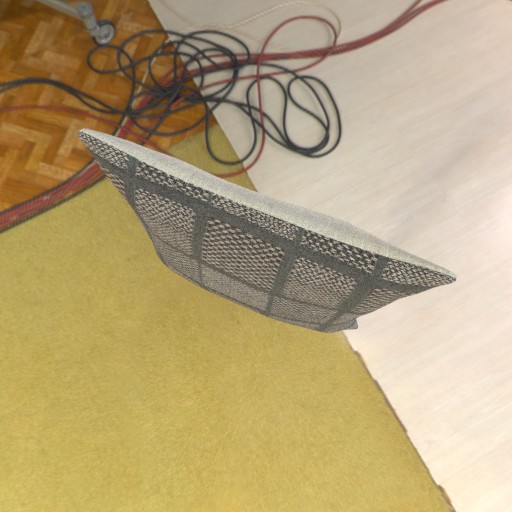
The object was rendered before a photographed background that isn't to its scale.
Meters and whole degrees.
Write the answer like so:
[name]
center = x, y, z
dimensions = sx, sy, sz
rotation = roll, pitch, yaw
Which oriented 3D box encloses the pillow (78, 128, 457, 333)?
[pillow]
center = 0.000, 0.000, 0.674
dimensions = 0.435, 0.432, 0.138
rotation = 22, 77, 6
